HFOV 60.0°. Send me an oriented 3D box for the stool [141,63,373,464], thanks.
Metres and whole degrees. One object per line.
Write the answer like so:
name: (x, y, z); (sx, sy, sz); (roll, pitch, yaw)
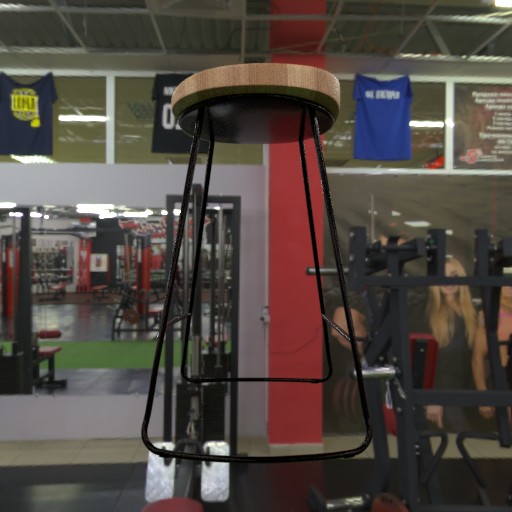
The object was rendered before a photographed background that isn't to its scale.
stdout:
stool: (0.000, 0.000, 0.960); (0.401, 0.679, 0.480); (0, 0, 0)
